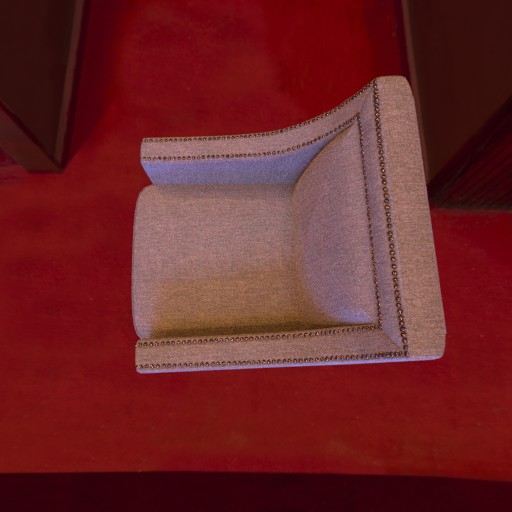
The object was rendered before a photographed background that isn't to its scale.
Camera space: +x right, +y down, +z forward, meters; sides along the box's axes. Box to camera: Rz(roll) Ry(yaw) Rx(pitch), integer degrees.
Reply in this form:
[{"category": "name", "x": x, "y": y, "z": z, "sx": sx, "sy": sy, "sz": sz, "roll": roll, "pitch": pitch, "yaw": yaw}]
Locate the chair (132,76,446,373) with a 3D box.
[{"category": "chair", "x": 0.000, "y": 0.000, "z": 1.581, "sx": 0.884, "sy": 0.967, "sz": 0.776, "roll": -2, "pitch": 76, "yaw": -1}]
